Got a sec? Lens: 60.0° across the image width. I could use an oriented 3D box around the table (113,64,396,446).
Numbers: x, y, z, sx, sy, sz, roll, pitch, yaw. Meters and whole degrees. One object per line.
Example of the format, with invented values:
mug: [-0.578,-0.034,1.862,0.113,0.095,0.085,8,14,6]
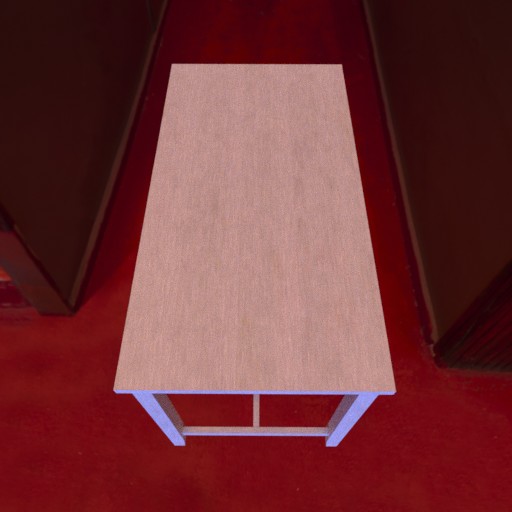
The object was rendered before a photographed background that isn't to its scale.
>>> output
table: [0.000,0.000,1.889,0.729,0.874,1.397,0,57,0]
